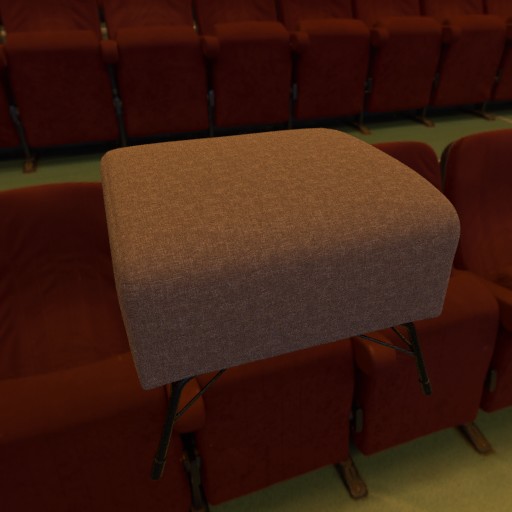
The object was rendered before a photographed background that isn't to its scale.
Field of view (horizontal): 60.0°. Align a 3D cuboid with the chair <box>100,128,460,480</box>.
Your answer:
[{"bbox_3d":[0.000,0.000,0.869,0.530,0.410,0.530,-10,33,-16],"label":"chair"}]
